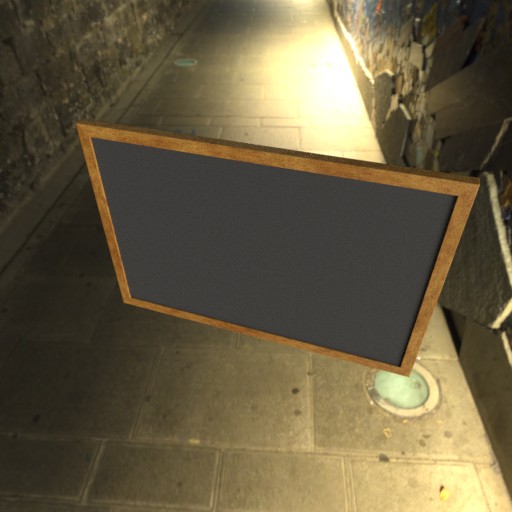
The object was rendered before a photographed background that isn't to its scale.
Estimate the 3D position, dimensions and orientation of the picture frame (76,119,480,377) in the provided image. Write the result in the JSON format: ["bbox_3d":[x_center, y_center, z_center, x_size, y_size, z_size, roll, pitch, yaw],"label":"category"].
[{"bbox_3d":[0.000,0.000,1.177,0.922,0.621,0.029,12,41,14],"label":"picture frame"}]
